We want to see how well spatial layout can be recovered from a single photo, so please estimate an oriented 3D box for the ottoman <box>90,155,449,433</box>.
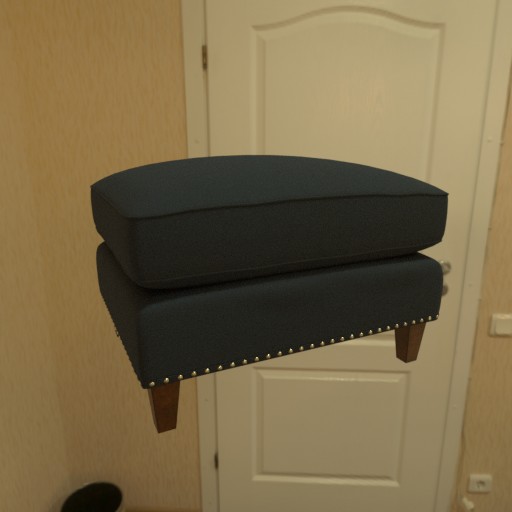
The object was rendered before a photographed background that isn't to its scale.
[{"bbox_3d":[0.000,0.000,1.157,0.741,0.513,0.584,-7,17,-25],"label":"ottoman"}]
